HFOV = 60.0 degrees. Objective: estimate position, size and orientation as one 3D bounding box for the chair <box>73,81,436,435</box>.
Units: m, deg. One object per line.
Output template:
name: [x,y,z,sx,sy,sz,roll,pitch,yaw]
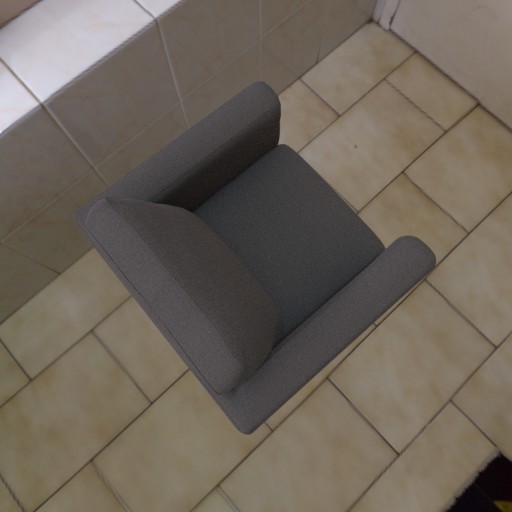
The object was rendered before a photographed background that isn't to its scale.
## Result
chair: [0.000,0.000,1.570,0.800,0.927,0.854,-39,78,-10]
